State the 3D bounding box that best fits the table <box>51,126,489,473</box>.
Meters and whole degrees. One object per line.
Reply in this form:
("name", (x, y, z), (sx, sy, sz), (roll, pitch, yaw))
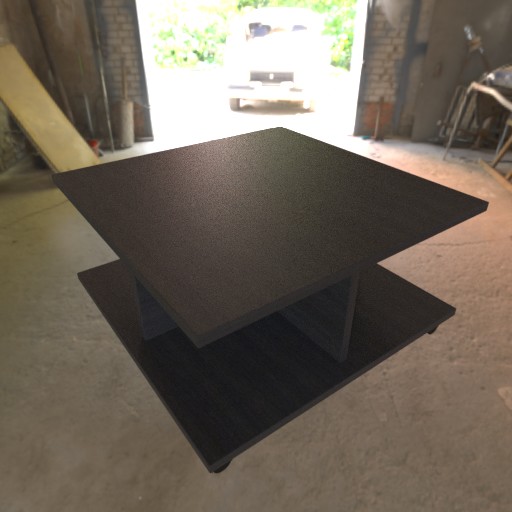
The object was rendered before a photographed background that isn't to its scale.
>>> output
("table", (0.000, 0.000, 1.186), (0.762, 0.396, 0.762), (-21, 38, -30))
